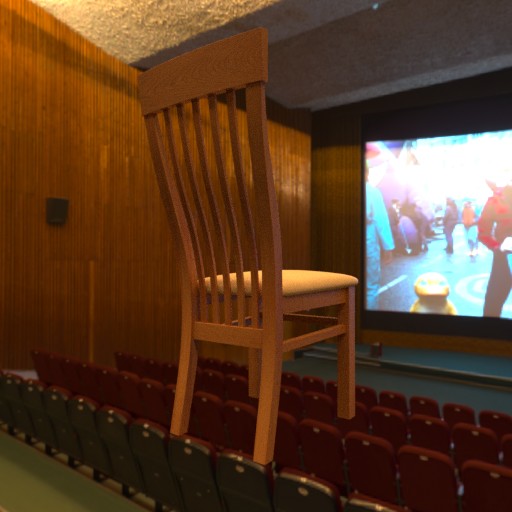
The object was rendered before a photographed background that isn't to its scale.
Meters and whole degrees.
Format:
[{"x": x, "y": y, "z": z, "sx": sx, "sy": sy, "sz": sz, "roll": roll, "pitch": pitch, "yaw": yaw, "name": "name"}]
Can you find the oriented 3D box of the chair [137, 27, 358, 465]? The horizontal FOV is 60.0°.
[{"x": 0.000, "y": 0.000, "z": 1.370, "sx": 0.450, "sy": 1.050, "sz": 0.580, "roll": 0, "pitch": -1, "yaw": 37, "name": "chair"}]
